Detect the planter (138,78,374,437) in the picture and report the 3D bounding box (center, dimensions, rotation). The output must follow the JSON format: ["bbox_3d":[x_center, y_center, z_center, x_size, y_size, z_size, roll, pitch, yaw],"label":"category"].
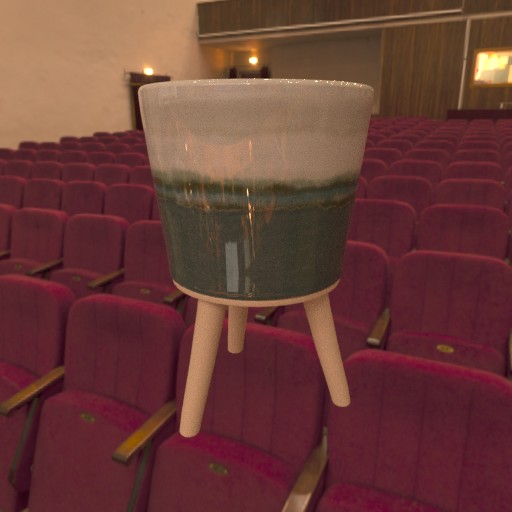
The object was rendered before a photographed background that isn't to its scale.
[{"bbox_3d":[0.000,0.000,0.467,0.217,0.331,0.217,8,19,25],"label":"planter"}]
